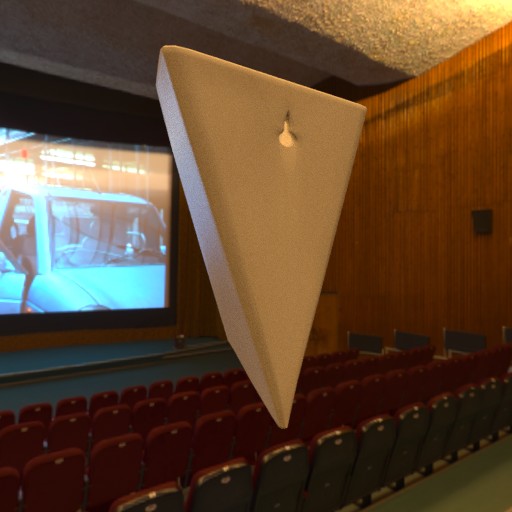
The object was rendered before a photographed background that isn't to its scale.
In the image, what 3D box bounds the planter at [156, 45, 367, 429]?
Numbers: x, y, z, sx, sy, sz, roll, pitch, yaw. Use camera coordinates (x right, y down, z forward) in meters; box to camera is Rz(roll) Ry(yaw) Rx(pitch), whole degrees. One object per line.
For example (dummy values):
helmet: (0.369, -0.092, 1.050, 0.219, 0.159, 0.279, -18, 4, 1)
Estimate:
planter: (0.000, 0.000, 0.273, 0.150, 0.197, 0.060, 0, 0, -38)
